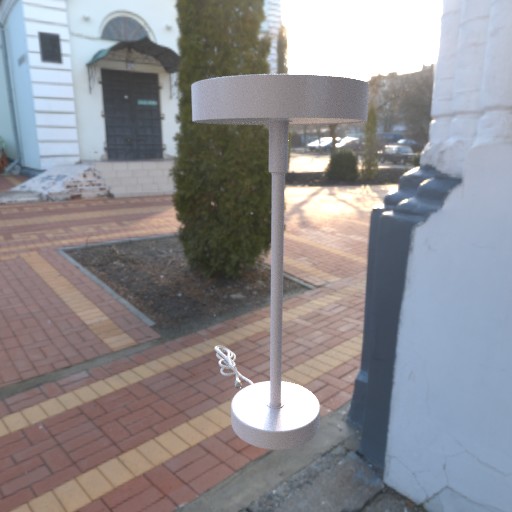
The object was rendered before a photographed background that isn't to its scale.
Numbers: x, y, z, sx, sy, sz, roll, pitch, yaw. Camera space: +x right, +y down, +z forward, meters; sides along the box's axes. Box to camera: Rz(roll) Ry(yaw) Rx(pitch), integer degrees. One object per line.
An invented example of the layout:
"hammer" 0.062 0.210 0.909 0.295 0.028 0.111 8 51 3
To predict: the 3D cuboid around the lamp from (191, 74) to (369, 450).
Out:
"lamp" 0.000 0.000 0.703 0.229 0.508 0.369 -7 16 -25
